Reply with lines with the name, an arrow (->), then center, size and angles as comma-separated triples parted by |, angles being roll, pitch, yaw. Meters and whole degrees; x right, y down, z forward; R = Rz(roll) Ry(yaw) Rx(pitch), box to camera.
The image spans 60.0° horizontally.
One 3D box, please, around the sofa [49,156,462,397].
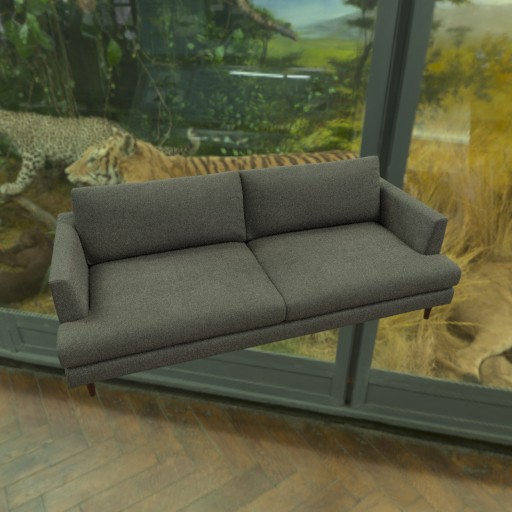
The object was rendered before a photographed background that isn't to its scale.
sofa -> 0.000, 0.000, 2.715 | 2.250, 0.868, 1.020 | -9, 31, -16
